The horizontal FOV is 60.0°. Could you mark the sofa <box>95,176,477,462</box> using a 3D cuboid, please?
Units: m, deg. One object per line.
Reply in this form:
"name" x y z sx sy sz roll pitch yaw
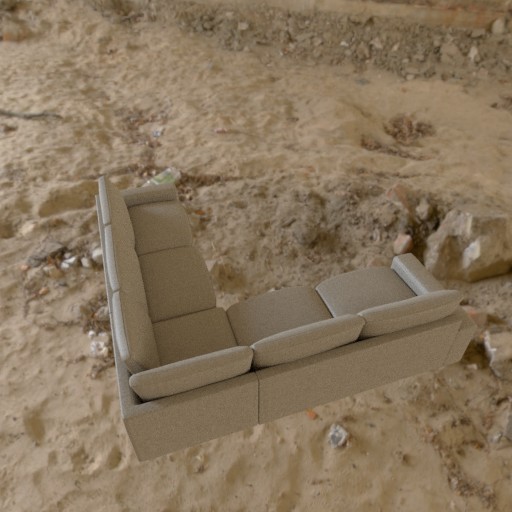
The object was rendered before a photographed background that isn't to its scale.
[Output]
"sofa" 0.000 0.000 4.051 2.622 0.800 2.742 -13 43 -14
